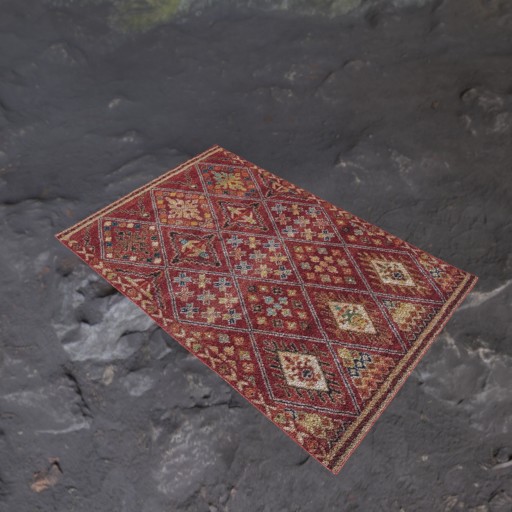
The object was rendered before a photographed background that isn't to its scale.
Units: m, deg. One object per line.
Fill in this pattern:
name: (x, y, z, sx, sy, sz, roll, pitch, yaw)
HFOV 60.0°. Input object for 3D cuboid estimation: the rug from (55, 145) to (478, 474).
rug: (0.000, 0.000, 2.840, 2.286, 0.026, 1.521, 33, 54, 28)
